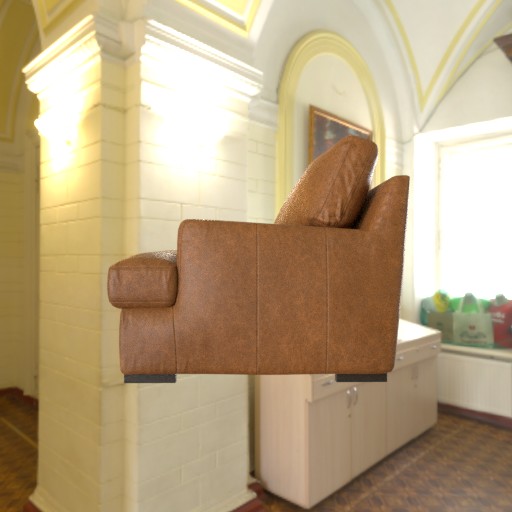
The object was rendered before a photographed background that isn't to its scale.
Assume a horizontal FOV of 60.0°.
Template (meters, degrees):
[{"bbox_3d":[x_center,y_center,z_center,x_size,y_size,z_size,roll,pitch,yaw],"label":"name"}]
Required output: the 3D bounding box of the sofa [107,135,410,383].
[{"bbox_3d":[0.000,0.000,2.533,1.144,0.966,1.880,0,-1,-1],"label":"sofa"}]
